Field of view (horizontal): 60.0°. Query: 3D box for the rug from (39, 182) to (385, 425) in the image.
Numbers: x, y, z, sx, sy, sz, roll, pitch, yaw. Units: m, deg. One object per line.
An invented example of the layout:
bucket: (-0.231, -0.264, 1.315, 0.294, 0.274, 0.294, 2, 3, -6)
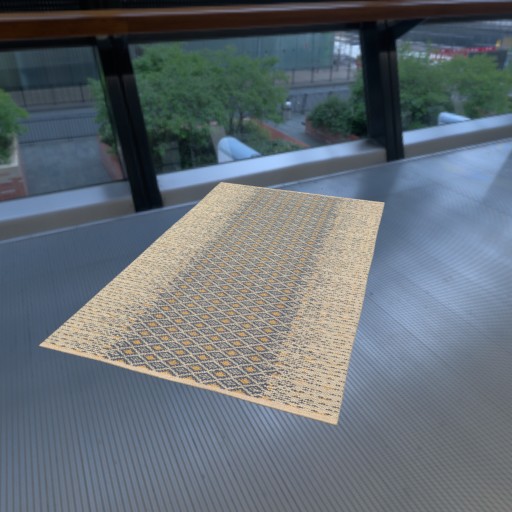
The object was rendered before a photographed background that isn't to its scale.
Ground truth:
rug: (0.000, 0.000, 3.072, 1.541, 0.008, 2.448, 10, 32, 16)
